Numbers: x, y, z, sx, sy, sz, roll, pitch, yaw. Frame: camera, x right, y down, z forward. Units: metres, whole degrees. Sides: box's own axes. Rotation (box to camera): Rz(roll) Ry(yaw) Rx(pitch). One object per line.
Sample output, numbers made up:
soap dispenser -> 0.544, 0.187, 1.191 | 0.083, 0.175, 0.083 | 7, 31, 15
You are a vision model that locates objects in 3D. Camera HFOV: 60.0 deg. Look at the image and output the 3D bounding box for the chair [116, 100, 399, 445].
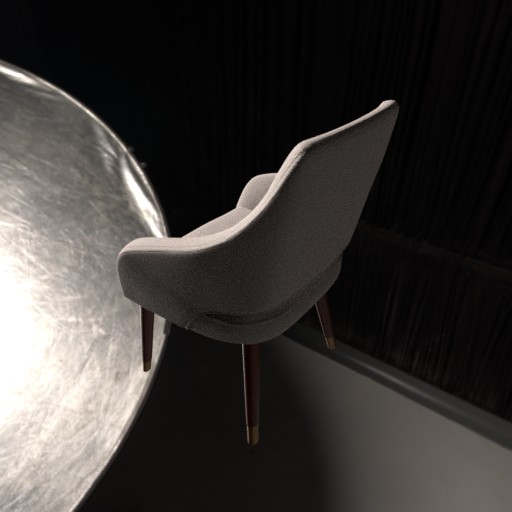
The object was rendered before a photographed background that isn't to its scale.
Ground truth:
chair -> 0.000, 0.000, 1.283 | 0.600, 0.889, 0.609 | 22, 38, 30
